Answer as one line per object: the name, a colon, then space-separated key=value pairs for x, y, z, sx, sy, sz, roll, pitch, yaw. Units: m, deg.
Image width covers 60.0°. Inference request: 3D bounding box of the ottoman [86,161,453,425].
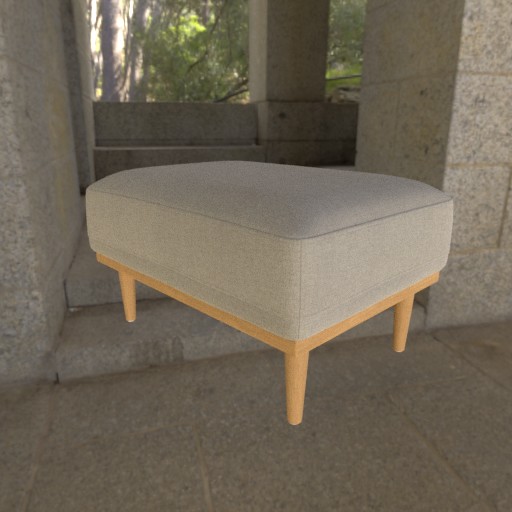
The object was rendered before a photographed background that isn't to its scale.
ottoman: x=0.000 y=0.000 z=1.102 sx=0.549 sy=0.428 sz=0.749 roll=-16 pitch=23 yaw=-42
